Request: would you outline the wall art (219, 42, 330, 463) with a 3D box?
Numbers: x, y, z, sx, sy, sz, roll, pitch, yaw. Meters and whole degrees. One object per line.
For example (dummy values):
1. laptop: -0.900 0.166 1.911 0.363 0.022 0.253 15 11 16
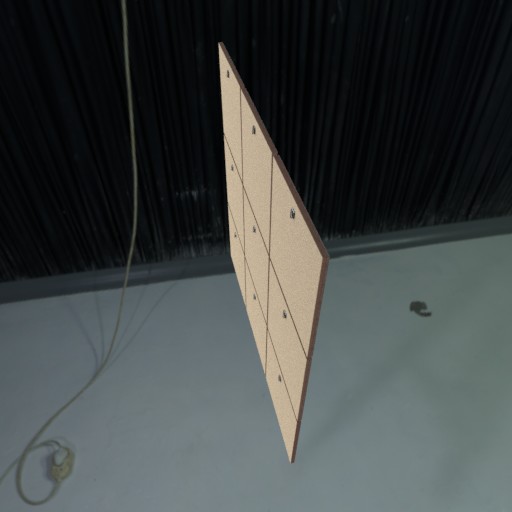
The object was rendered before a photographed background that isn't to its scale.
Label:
1. wall art: 0.000 0.000 1.328 0.018 0.904 0.906 -10 47 -9
